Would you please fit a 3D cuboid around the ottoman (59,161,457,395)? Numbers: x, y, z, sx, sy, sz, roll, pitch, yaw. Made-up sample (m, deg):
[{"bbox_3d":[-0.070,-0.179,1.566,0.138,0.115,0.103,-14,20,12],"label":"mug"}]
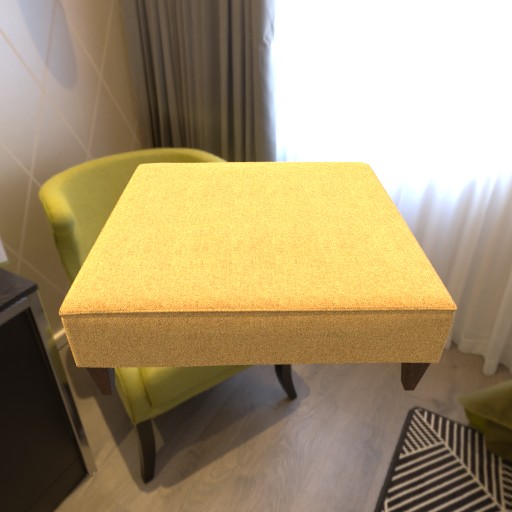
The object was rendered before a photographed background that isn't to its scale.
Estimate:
[{"bbox_3d":[0.000,0.000,1.551,0.981,0.378,0.970,-1,33,-1],"label":"ottoman"}]
